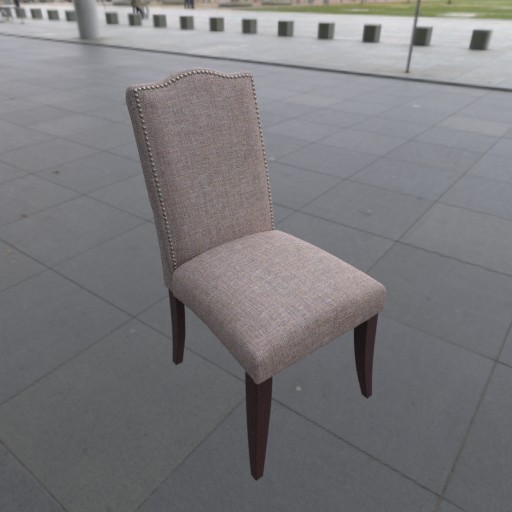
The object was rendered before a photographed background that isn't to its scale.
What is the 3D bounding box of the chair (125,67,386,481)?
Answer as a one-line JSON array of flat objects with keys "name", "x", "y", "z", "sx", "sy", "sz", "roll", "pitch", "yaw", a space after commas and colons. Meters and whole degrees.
[{"name": "chair", "x": 0.000, "y": 0.000, "z": 1.373, "sx": 0.513, "sy": 1.016, "sz": 0.660, "roll": -22, "pitch": 37, "yaw": -32}]
